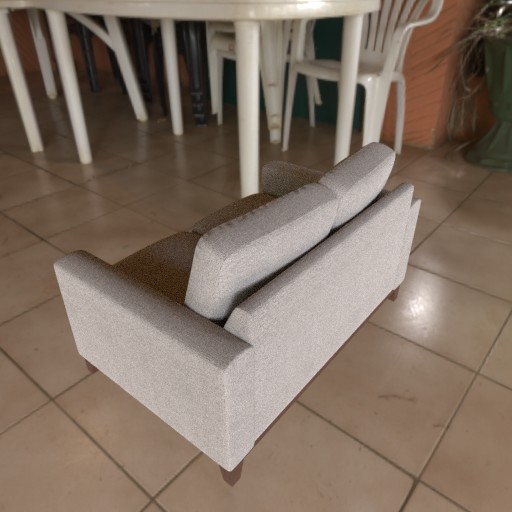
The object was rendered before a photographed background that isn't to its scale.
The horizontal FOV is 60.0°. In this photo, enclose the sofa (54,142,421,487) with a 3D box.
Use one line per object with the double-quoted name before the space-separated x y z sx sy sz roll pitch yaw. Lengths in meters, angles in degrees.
"sofa" 0.000 0.000 1.993 0.917 0.873 1.420 23 39 32
